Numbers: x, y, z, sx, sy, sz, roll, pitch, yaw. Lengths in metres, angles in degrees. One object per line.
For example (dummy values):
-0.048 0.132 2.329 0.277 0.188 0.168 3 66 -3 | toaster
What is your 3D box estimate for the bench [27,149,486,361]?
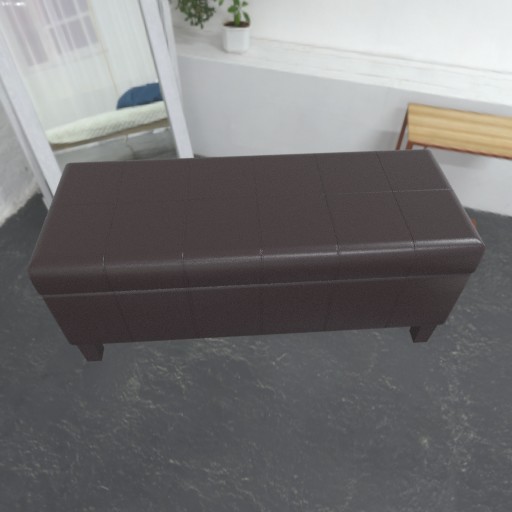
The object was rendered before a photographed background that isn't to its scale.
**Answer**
0.000 0.000 1.333 1.092 0.457 0.429 -3 48 -2 | bench
